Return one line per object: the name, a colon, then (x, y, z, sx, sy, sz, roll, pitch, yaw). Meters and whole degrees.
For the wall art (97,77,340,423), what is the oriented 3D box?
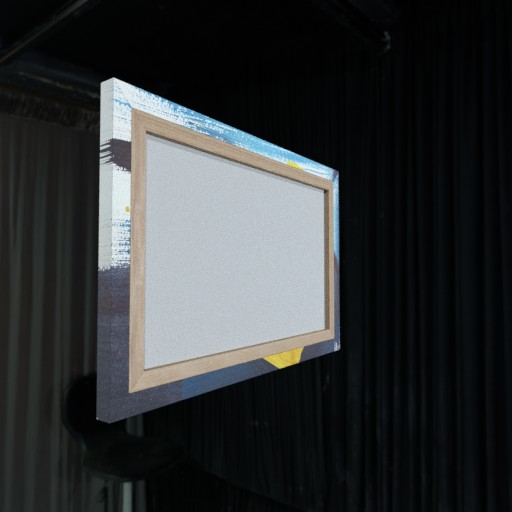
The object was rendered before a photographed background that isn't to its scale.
wall art: (0.000, 0.000, 1.160, 0.039, 0.610, 0.914, -2, -3, 36)
